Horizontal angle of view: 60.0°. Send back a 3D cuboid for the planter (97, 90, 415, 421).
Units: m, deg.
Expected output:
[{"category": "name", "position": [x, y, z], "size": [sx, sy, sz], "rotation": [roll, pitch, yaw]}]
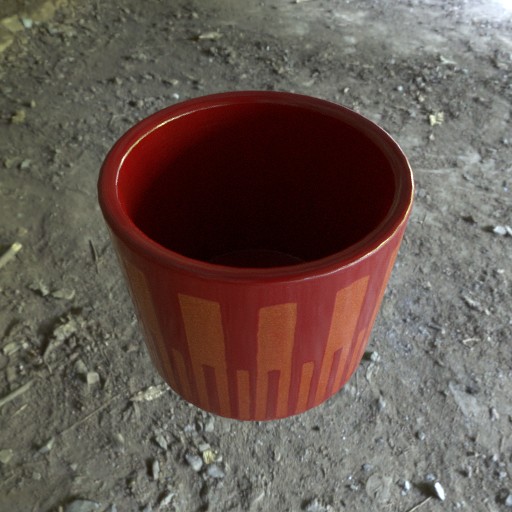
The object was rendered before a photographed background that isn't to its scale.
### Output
[{"category": "planter", "position": [0.000, 0.000, 0.399], "size": [0.230, 0.202, 0.230], "rotation": [0, 47, 0]}]
